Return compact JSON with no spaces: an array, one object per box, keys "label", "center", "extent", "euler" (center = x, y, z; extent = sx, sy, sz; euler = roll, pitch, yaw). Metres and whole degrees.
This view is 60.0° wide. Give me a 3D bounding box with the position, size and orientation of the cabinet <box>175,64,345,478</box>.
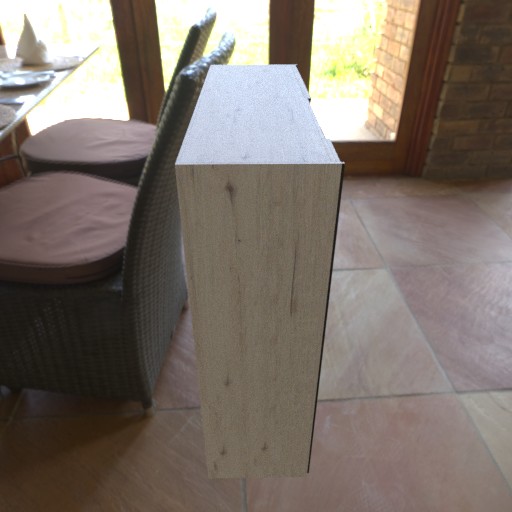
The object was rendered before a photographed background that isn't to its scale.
[{"label":"cabinet","center":[0.000,0.000,3.153],"extent":[0.660,2.180,2.000],"euler":[-1,34,-1]}]
